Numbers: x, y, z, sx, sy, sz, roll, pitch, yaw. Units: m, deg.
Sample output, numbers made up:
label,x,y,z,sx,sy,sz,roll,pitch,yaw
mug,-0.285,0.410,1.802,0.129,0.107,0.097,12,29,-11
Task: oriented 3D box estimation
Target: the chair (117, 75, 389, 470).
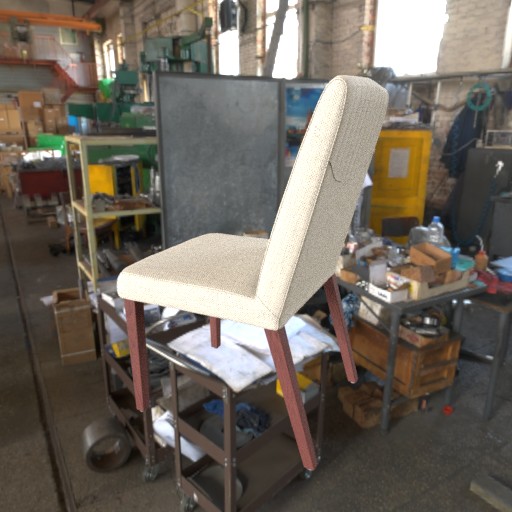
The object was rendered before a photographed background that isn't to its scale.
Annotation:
label,x,y,z,sx,sy,sz,roll,pitch,yaw
chair,0.000,0.000,1.231,0.594,0.900,0.480,8,19,25
